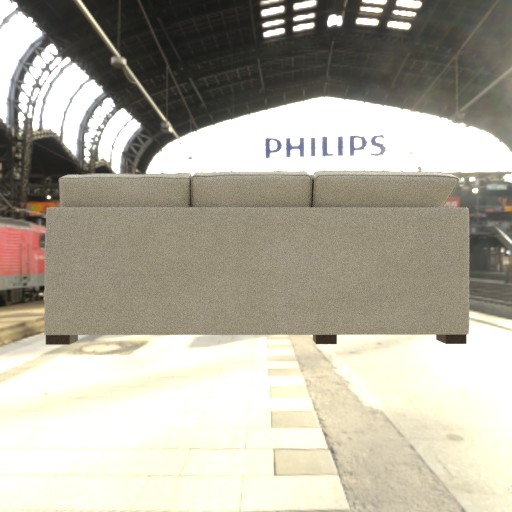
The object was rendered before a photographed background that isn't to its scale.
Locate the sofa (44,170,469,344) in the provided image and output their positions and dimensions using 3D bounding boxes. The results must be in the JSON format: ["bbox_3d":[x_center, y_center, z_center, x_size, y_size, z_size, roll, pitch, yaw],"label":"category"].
[{"bbox_3d":[0.000,0.000,3.349,2.211,0.936,2.188,0,-1,-1],"label":"sofa"}]
